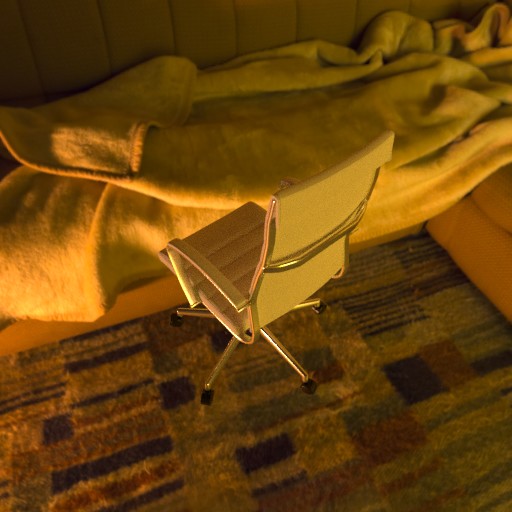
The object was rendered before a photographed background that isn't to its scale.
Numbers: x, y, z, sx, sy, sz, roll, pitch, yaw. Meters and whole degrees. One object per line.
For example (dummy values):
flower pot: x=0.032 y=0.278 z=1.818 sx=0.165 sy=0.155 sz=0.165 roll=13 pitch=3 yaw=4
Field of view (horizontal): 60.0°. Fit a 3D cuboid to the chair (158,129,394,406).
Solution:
chair: x=0.000 y=0.000 z=1.666 sx=0.766 sy=1.149 sz=0.739 roll=-33 pitch=54 yaw=-28
